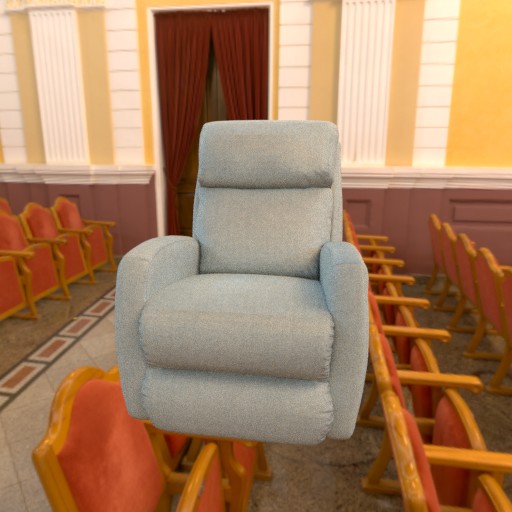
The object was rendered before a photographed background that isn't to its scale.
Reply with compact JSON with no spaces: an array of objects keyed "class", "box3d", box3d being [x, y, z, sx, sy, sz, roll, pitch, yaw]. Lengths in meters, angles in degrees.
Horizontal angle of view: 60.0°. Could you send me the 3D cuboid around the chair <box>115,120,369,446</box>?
[{"class":"chair","box3d":[0.000,0.000,1.693,0.794,1.016,0.940,2,15,9]}]
